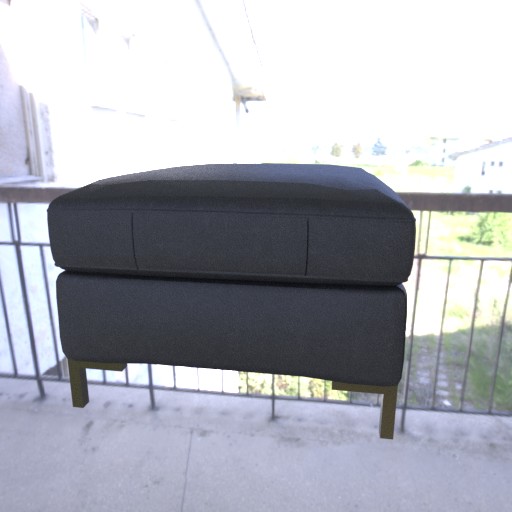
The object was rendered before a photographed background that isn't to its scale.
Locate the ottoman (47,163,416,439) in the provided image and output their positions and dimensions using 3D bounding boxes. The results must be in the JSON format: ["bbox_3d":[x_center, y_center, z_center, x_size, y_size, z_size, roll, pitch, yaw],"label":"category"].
[{"bbox_3d":[0.000,0.000,1.721,0.967,0.696,1.187,2,14,9],"label":"ottoman"}]
